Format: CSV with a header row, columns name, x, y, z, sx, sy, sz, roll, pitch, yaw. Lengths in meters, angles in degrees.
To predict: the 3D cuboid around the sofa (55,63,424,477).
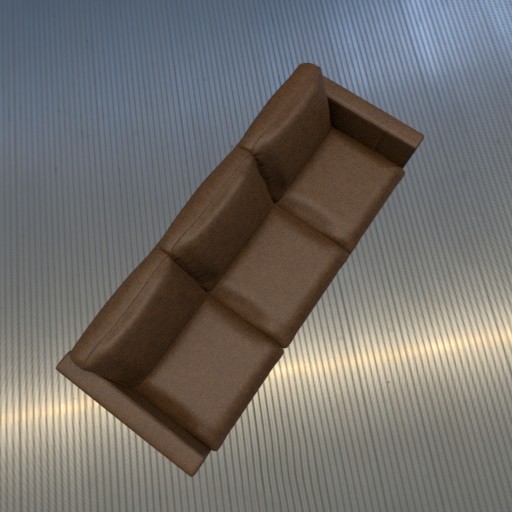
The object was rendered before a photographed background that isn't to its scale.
name,x,y,z,sx,sy,sz,roll,pitch,yaw
sofa,0.000,0.000,2.608,0.903,0.930,2.231,34,77,9
